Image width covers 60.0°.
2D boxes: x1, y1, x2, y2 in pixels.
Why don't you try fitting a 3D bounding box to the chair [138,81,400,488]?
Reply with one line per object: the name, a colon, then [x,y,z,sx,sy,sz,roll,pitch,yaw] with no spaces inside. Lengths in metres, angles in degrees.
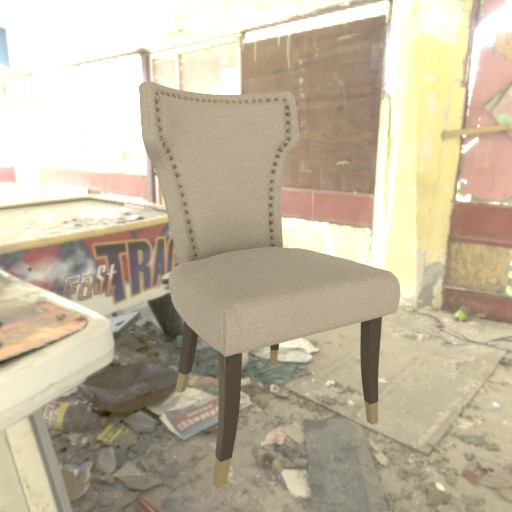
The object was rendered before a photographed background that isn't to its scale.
chair: [0.000,0.000,1.269,0.526,0.950,0.630,-8,16,-29]
